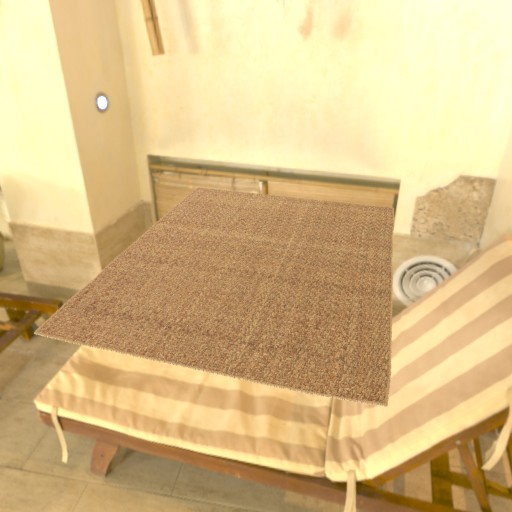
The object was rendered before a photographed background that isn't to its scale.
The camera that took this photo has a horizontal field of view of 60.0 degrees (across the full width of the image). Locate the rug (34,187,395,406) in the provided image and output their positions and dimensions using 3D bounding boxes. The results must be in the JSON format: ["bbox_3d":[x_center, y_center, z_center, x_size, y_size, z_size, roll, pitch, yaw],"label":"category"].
[{"bbox_3d":[0.000,0.000,4.067,2.439,0.013,3.048,8,30,14],"label":"rug"}]
